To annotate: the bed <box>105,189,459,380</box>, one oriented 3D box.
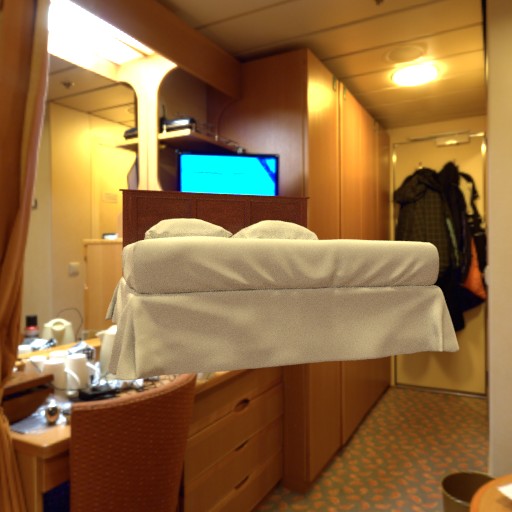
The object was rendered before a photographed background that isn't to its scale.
[{"bbox_3d":[0.000,0.000,3.567,2.314,1.271,2.219,0,1,-18],"label":"bed"}]
